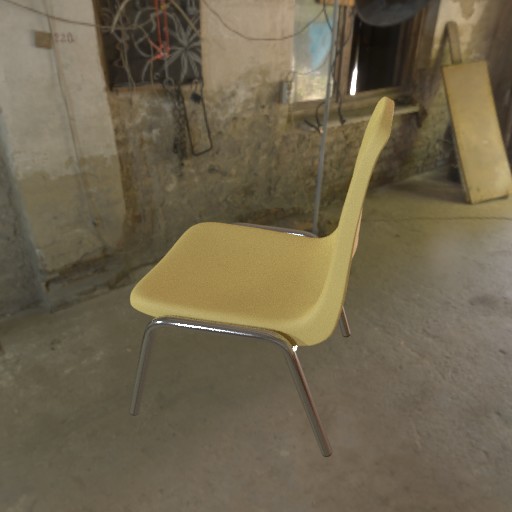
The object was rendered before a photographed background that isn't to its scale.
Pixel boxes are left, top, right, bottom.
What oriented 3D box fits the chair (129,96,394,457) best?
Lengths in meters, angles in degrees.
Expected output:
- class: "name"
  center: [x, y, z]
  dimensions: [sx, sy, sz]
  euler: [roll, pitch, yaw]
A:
- class: "chair"
  center: [0.000, 0.000, 0.772]
  dimensions: [0.385, 0.536, 0.354]
  euler: [8, 31, 14]
